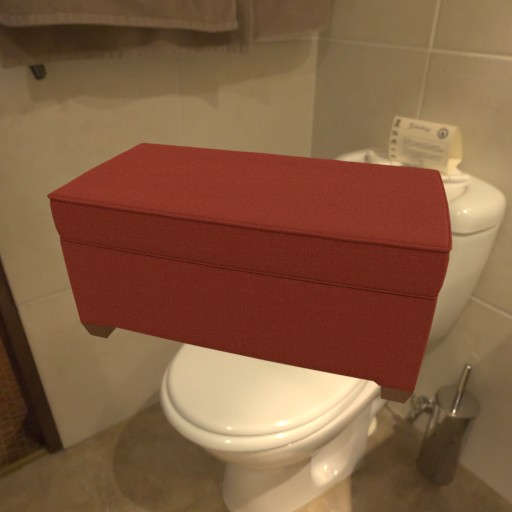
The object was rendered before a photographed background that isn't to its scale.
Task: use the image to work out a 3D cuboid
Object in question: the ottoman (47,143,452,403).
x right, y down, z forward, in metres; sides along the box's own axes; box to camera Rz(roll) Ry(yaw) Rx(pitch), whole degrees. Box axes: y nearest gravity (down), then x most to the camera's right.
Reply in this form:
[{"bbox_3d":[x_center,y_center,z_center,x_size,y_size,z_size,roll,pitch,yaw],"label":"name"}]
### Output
[{"bbox_3d":[0.000,0.000,1.260,0.948,0.454,0.497,9,32,14],"label":"ottoman"}]
